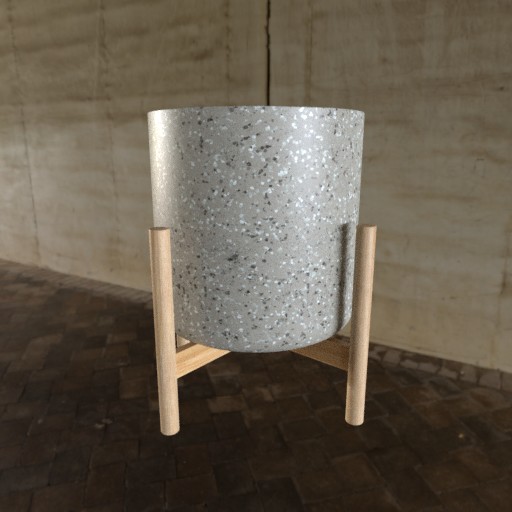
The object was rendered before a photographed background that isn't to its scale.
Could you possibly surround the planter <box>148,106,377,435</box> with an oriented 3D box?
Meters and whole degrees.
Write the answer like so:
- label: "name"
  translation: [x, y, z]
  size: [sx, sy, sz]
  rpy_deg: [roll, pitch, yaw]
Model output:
- label: "planter"
  translation: [0.000, 0.000, 0.687]
  size: [0.360, 0.419, 0.360]
  rpy_deg: [-7, 16, -26]
